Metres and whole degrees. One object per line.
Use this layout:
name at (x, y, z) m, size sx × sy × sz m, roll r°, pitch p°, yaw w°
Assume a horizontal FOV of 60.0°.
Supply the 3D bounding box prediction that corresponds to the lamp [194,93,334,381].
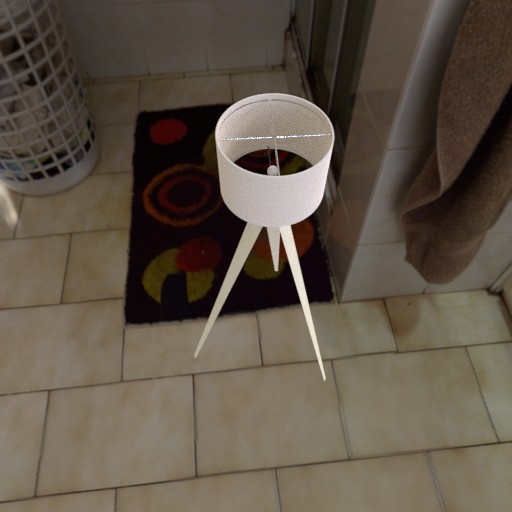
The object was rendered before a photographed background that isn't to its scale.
lamp at (0.000, 0.000, 1.964) m, size 0.724 × 1.524 × 0.716 m, roll -3°, pitch 58°, yaw -2°
